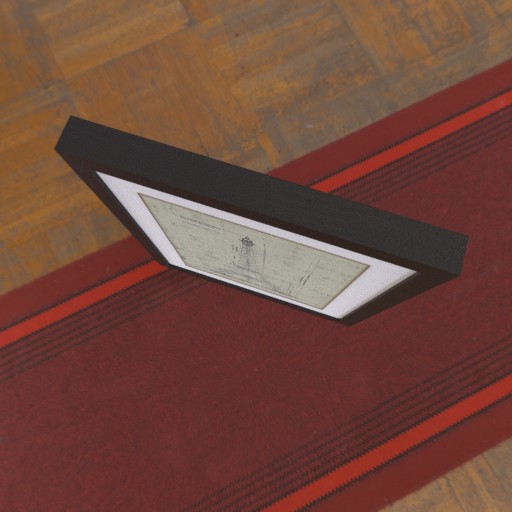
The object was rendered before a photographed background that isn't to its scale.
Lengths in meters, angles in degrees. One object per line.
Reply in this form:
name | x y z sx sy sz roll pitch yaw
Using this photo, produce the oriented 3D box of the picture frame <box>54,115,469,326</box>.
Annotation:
picture frame | 0.000 0.000 0.743 0.452 0.555 0.044 18 76 4
